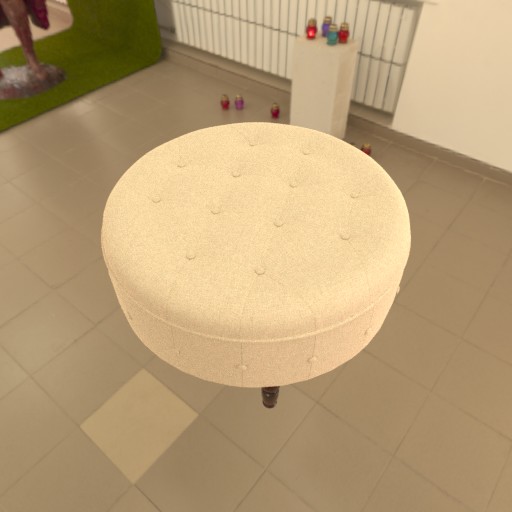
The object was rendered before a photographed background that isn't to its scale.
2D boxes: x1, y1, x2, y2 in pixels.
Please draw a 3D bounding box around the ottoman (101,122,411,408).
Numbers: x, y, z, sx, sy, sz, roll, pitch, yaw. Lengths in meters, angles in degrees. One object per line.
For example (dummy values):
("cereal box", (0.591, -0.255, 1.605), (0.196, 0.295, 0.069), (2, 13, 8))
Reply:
("ottoman", (0.000, 0.000, 1.369), (0.848, 0.494, 0.848), (0, 46, 0))
